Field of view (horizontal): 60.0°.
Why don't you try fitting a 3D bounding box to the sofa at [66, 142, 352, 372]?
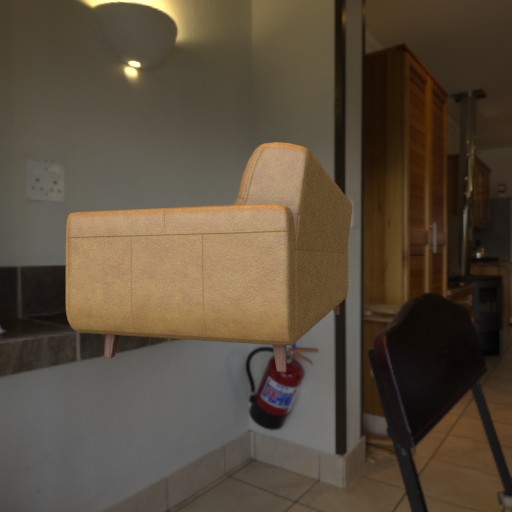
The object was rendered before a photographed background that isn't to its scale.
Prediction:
[{"bbox_3d":[0.000,0.000,2.660,0.980,0.892,2.137,0,0,17],"label":"sofa"}]
